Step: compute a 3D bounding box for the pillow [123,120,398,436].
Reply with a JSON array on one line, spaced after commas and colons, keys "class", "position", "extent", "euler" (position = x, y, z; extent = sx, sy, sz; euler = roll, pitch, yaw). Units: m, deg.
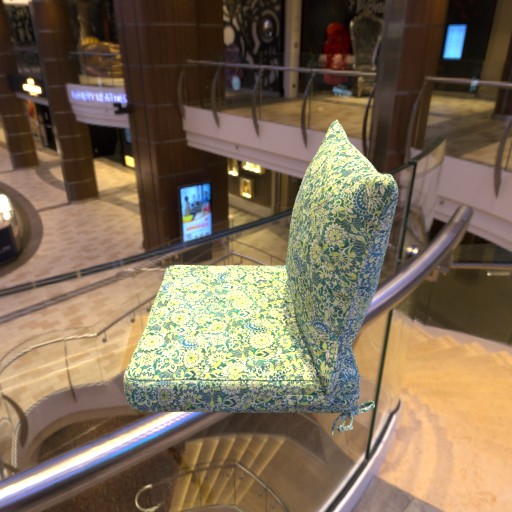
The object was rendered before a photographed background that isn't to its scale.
[{"class": "pillow", "position": [0.000, 0.000, 1.401], "extent": [0.740, 0.722, 0.798], "euler": [0, 26, 0]}]
